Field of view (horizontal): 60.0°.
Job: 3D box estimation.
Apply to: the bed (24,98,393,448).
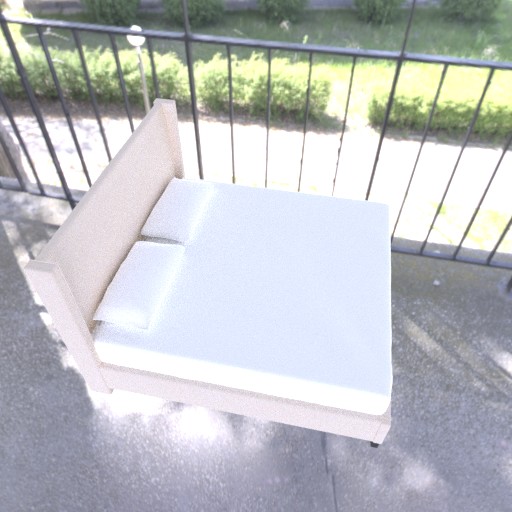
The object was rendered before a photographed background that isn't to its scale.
[{"bbox_3d":[0.000,0.000,3.631,2.293,1.471,2.145,9,46,8],"label":"bed"}]
